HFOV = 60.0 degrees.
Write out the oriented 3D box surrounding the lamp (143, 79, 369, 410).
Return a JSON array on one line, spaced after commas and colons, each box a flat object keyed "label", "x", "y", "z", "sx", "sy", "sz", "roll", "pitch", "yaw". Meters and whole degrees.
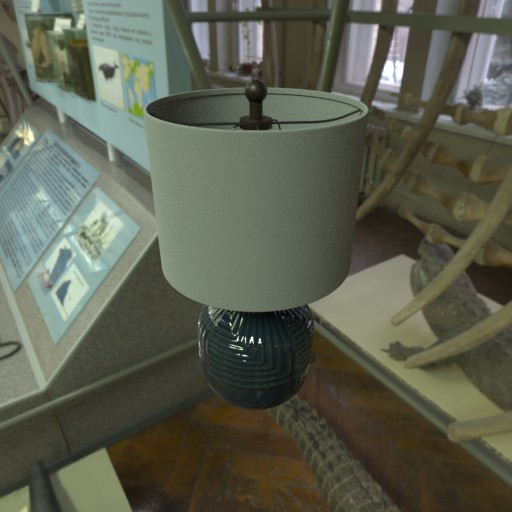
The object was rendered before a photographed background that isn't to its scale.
[{"label": "lamp", "x": 0.000, "y": 0.000, "z": 0.760, "sx": 0.318, "sy": 0.567, "sz": 0.318, "roll": 0, "pitch": 29, "yaw": 0}]
